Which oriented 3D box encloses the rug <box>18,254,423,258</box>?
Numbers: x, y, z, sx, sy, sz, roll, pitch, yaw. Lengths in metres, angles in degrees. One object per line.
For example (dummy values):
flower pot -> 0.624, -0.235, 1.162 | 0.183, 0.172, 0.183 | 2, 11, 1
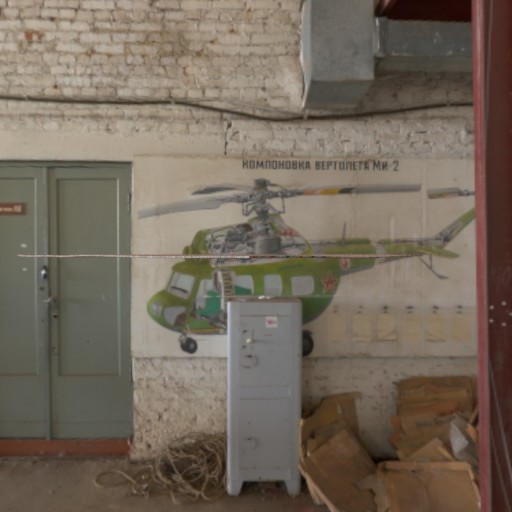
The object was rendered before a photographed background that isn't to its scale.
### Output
rug -> 0.000, 0.000, 2.299 | 1.220, 0.017, 1.835 | 0, 0, 35
